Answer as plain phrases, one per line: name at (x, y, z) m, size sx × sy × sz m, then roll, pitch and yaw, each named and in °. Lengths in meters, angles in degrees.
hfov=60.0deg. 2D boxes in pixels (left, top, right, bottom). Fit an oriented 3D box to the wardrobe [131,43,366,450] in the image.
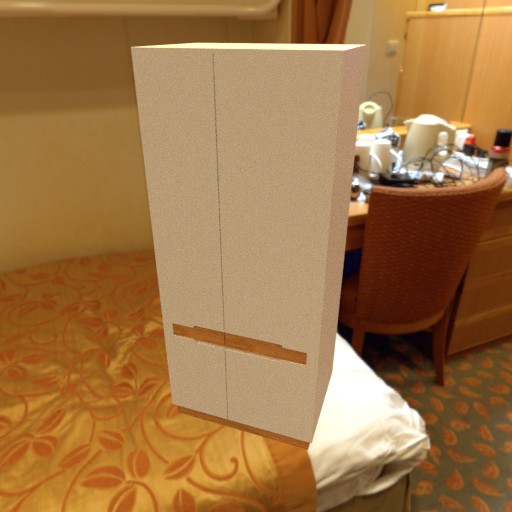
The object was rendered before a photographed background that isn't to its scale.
wardrobe at (0.000, 0.000, 2.380) m, size 0.860 × 2.040 × 0.600 m, roll 9°, pitch 29°, yaw 17°
